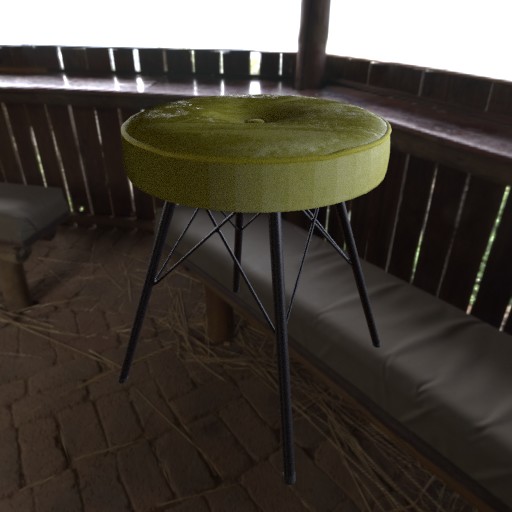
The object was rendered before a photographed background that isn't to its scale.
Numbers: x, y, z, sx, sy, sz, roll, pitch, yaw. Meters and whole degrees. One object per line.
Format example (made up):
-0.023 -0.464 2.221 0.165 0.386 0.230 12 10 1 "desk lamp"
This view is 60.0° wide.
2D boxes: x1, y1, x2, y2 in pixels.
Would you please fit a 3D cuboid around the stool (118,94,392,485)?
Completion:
0.000 0.000 0.802 0.409 0.508 0.409 18 34 29 "stool"
